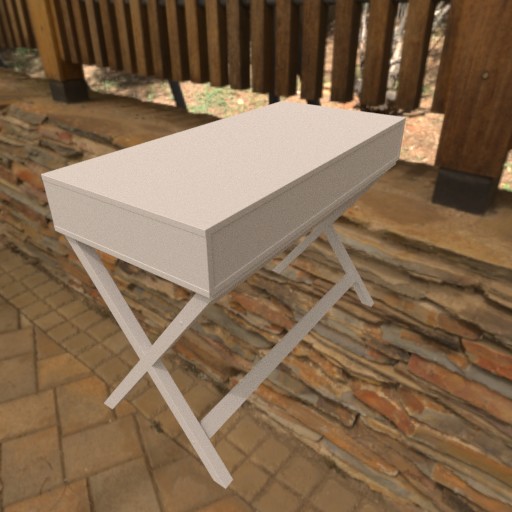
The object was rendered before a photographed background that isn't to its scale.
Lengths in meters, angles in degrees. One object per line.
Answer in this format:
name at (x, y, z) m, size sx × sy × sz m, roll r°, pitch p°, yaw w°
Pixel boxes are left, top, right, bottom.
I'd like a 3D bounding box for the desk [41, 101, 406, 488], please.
desk at (0.000, 0.000, 1.483) m, size 0.525 × 0.780 × 1.057 m, roll 19°, pitch 35°, yaw 30°
